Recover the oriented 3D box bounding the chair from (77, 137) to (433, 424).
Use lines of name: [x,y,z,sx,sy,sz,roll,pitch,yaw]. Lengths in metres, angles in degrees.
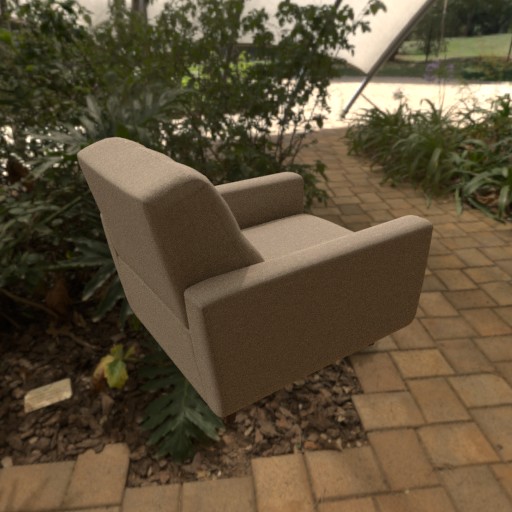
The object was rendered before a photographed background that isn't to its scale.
chair: [0.000,0.000,1.825,1.128,0.965,0.897,-17,31,-31]
